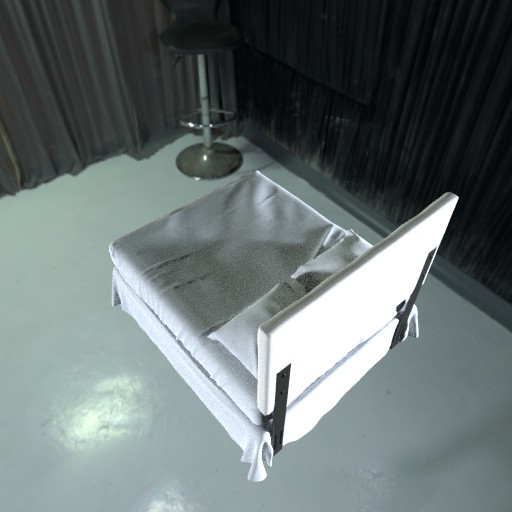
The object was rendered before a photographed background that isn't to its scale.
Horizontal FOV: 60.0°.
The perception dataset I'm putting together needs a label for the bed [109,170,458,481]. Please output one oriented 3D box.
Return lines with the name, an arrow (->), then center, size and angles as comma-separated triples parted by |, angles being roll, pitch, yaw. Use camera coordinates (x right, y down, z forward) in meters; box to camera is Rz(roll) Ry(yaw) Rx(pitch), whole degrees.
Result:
bed -> 0.000, 0.000, 3.516 | 1.936, 1.577, 2.222 | -32, 53, -27
